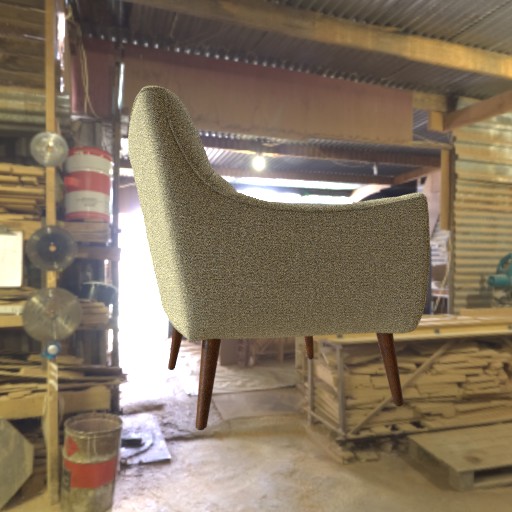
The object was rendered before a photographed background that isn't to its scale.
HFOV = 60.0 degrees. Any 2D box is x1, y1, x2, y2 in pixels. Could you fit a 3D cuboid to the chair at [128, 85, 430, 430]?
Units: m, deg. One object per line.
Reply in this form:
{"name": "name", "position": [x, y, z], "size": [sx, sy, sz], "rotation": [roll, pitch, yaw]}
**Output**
{"name": "chair", "position": [0.000, 0.000, 1.424], "size": [0.787, 0.838, 0.762], "rotation": [0, 0, -18]}
